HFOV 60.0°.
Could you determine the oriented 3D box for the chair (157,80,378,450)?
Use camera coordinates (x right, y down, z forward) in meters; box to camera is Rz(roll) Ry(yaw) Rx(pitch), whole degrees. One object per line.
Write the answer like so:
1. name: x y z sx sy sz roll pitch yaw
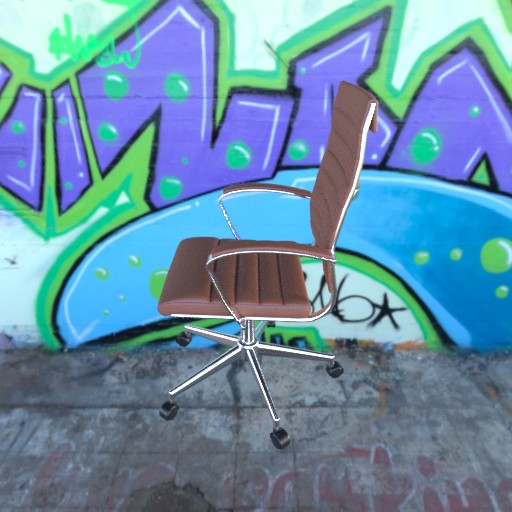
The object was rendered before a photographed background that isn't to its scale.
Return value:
1. chair: 0.000 0.000 1.614 0.739 1.149 0.766 0 27 0
